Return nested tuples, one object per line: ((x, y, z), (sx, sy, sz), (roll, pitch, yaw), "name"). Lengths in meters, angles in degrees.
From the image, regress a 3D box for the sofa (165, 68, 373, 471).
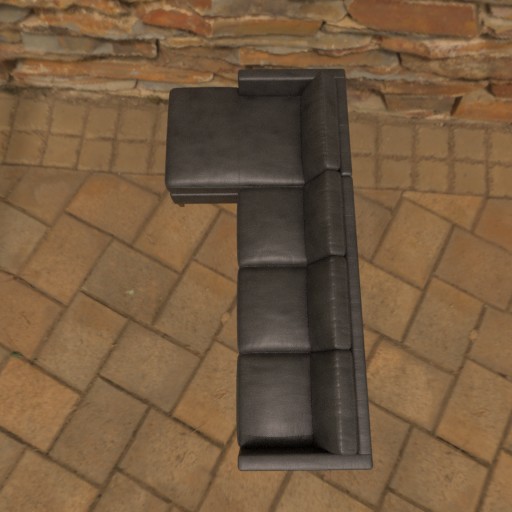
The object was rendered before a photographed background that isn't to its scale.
((0.000, 0.000, 3.723), (1.581, 0.883, 3.203), (-1, 75, 0), "sofa")
